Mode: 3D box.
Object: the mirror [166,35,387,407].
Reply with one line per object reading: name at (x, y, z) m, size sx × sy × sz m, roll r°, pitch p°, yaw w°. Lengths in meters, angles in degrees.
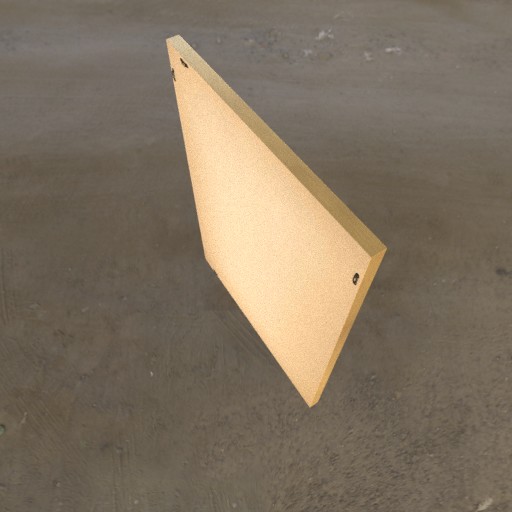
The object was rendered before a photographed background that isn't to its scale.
mirror at (0.000, 0.000, 1.355) m, size 0.041 × 1.016 × 0.762 m, roll -29°, pitch 62°, yaw -17°
